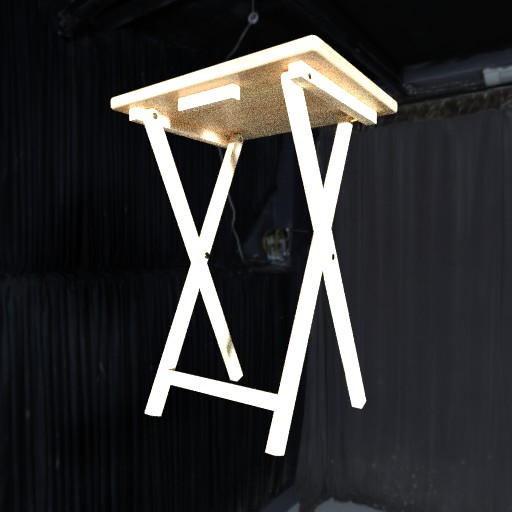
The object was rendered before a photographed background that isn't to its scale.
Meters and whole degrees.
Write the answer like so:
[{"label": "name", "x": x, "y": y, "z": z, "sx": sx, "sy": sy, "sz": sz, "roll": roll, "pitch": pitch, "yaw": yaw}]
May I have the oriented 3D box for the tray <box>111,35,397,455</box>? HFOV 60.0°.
[{"label": "tray", "x": 0.000, "y": 0.000, "z": 0.946, "sx": 0.483, "sy": 0.660, "sz": 0.381, "roll": 1, "pitch": 1, "yaw": 36}]
